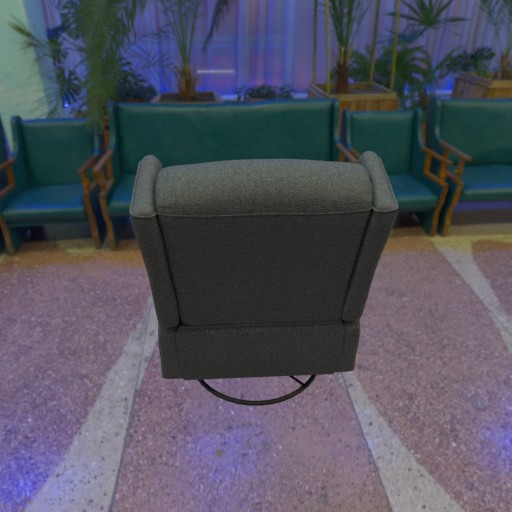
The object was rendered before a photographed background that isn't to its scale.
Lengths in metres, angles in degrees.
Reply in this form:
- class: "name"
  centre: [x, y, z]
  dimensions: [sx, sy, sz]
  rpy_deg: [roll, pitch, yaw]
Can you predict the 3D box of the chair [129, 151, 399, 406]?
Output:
- class: "chair"
  centre: [0.000, 0.000, 1.705]
  dimensions: [0.847, 1.011, 0.969]
  rpy_deg: [-2, 31, -3]
